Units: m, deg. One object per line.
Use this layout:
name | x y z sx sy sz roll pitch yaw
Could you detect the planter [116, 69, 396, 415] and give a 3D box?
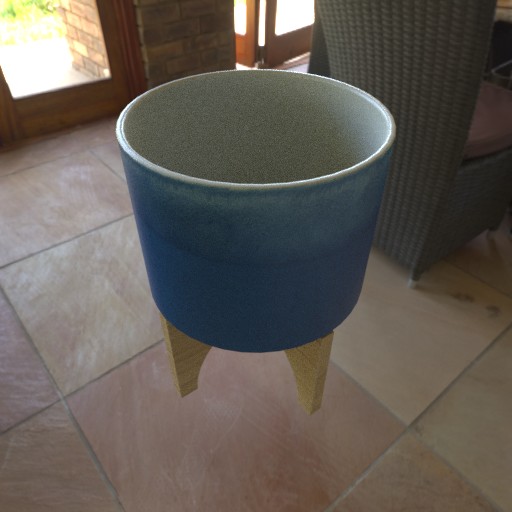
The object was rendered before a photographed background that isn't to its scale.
planter | 0.000 0.000 0.398 0.192 0.263 0.192 0 41 0
